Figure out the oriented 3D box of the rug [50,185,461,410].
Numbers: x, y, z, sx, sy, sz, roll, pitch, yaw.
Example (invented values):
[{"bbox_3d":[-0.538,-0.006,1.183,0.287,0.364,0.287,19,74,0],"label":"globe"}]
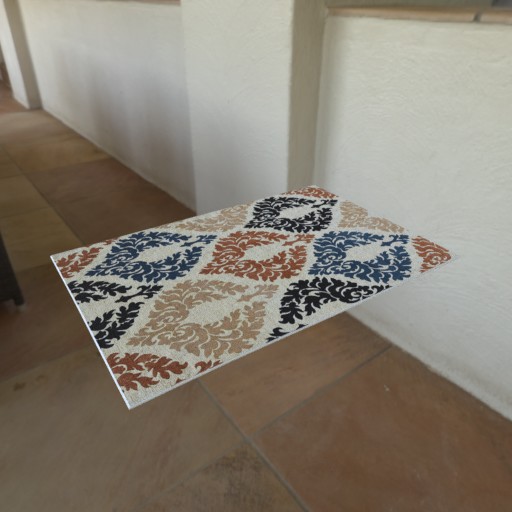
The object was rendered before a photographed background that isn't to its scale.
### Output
[{"bbox_3d":[0.000,0.000,2.939,2.275,0.014,1.514,-19,36,-28],"label":"rug"}]
